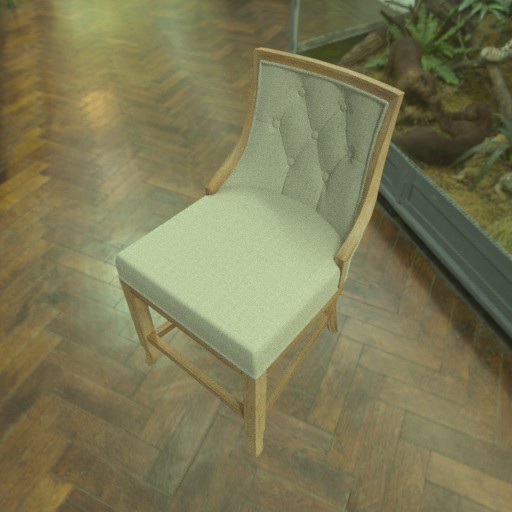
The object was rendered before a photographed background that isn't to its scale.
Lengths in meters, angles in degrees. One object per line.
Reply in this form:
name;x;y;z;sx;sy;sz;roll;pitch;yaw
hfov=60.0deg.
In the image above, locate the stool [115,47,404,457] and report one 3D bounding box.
stool;0.000;0.000;1.312;0.524;0.938;0.626;31;53;27
